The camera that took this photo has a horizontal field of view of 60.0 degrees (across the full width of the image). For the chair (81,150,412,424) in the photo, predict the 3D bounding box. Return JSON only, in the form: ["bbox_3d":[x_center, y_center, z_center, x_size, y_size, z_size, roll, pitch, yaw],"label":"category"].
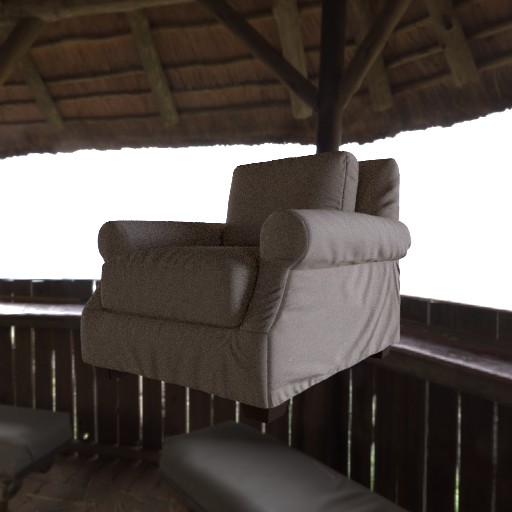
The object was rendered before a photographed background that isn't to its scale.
[{"bbox_3d":[0.000,0.000,1.749,0.940,0.866,1.066,1,1,36],"label":"chair"}]
